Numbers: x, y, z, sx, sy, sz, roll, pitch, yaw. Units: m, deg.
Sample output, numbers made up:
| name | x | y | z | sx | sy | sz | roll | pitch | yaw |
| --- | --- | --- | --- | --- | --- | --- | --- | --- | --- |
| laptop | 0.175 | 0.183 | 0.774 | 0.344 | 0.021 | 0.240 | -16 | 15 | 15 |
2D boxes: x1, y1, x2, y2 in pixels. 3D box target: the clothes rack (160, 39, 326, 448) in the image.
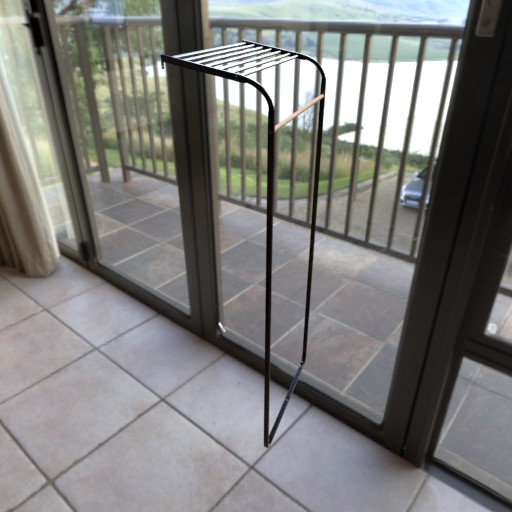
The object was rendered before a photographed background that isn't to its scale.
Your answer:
| name | x | y | z | sx | sy | sz | roll | pitch | yaw |
| --- | --- | --- | --- | --- | --- | --- | --- | --- | --- |
| clothes rack | 0.000 | 0.000 | 1.842 | 0.349 | 1.574 | 0.609 | 11 | 32 | 18 |
